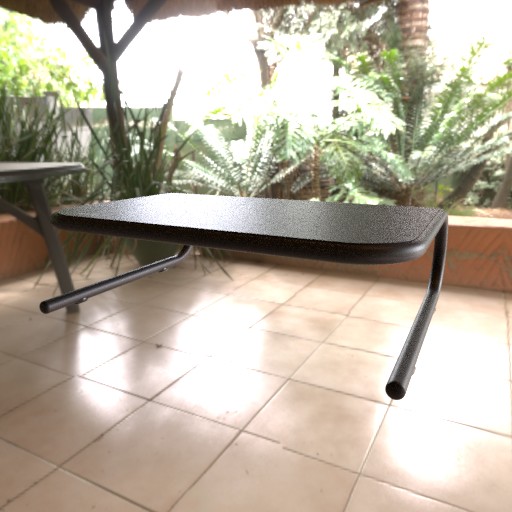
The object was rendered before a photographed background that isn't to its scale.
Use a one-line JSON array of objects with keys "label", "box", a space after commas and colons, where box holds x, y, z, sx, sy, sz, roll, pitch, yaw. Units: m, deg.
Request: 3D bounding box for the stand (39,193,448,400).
[{"label": "stand", "box": [0.000, 0.000, 0.490, 0.370, 0.108, 0.280, 7, 15, 26]}]
